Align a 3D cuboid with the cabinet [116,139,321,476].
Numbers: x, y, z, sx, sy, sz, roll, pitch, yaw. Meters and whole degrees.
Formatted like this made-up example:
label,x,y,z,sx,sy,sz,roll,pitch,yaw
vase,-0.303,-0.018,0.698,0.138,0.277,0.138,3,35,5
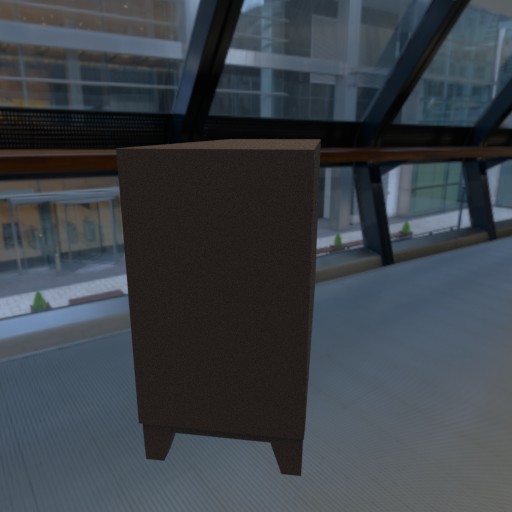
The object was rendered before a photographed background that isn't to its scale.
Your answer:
label,x,y,z,sx,sy,sz,roll,pitch,yaw
cabinet,0.000,0.000,1.839,0.482,0.914,1.396,2,16,8
